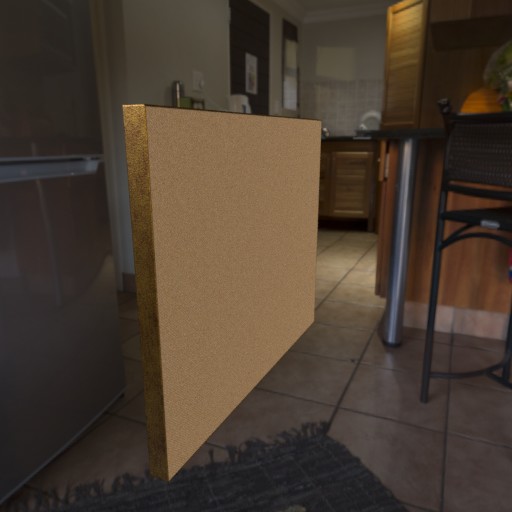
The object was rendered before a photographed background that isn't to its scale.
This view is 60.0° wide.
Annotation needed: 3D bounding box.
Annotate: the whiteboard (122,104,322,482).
[{"bbox_3d":[0.000,0.000,0.753,0.029,0.457,0.561,7,17,25],"label":"whiteboard"}]
